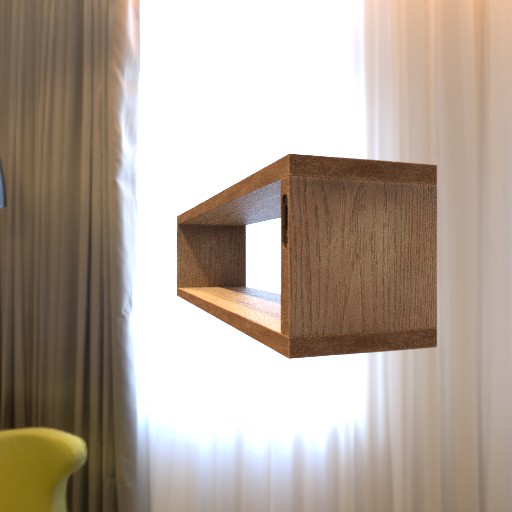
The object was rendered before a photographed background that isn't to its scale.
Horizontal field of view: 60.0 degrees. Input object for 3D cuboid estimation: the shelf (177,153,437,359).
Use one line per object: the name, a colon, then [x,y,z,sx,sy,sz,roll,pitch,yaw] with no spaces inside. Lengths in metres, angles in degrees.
shelf: [0.000,0.000,0.678,0.150,0.170,0.610,0,0,-19]
